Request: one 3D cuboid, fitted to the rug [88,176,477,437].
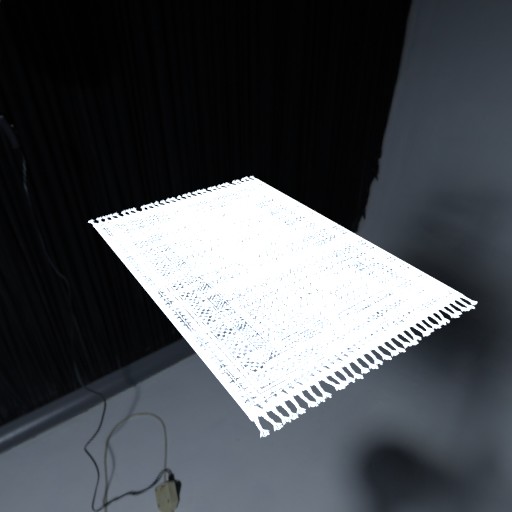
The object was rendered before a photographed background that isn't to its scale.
[{"bbox_3d":[0.000,0.000,2.395,1.243,0.013,1.872,-21,38,-29],"label":"rug"}]
